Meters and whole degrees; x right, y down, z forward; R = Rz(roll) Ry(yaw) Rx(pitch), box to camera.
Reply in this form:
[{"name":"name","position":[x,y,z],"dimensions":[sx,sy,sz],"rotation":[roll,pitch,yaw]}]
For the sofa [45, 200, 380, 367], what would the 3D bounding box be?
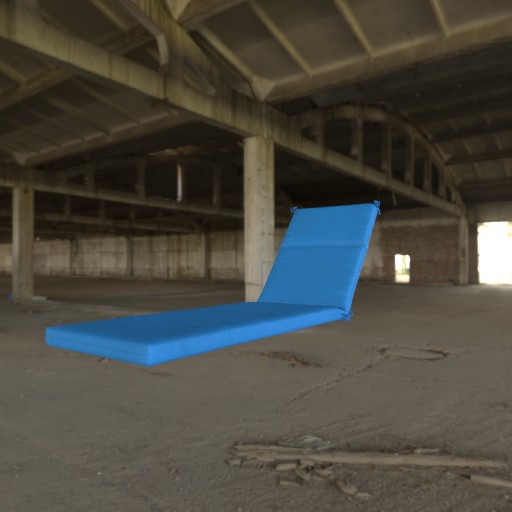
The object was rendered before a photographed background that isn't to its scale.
[{"name":"sofa","position":[0.000,0.000,1.972],"dimensions":[0.582,0.622,1.663],"rotation":[0,-1,36]}]
